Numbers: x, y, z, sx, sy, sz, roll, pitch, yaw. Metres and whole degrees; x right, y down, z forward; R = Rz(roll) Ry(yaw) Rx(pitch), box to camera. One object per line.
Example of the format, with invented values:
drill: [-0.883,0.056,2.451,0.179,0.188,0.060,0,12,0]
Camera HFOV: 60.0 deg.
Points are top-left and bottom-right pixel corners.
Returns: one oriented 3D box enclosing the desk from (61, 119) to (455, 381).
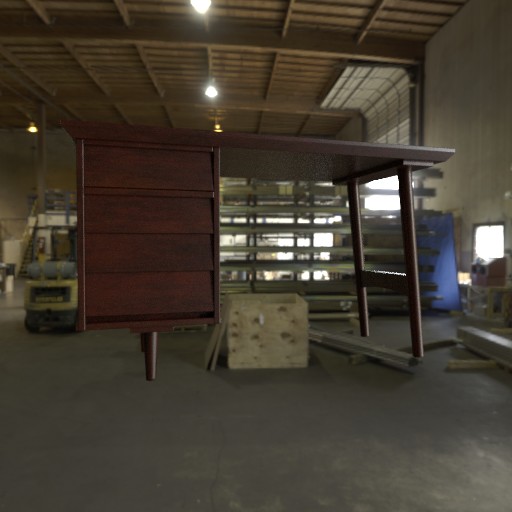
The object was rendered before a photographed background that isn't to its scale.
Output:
desk: [0.000,0.000,1.674,1.277,0.758,0.612,0,2,-17]
